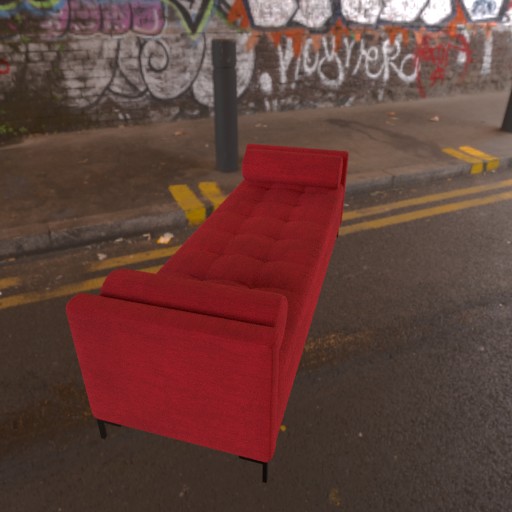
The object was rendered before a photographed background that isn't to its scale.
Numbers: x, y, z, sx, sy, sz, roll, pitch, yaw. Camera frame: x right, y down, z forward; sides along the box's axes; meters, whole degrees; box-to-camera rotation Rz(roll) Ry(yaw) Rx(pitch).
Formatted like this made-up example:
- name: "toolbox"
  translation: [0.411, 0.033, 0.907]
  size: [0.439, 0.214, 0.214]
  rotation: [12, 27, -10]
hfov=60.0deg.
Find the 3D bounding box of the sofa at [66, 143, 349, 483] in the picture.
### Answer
- name: "sofa"
  translation: [0.000, 0.000, 2.276]
  size: [0.686, 0.635, 1.981]
  rotation: [8, 30, 14]
